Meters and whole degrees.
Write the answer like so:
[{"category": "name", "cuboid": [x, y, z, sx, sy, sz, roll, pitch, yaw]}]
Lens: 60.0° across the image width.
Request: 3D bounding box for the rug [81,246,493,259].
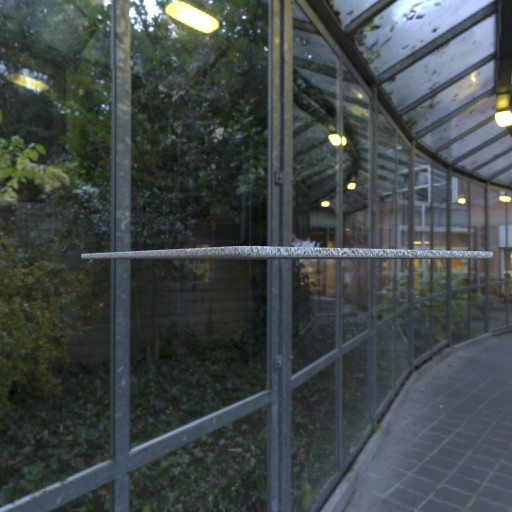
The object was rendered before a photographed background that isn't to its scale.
[{"category": "rug", "cuboid": [0.000, 0.000, 2.073, 1.200, 0.027, 1.600, 0, -1, -35]}]
